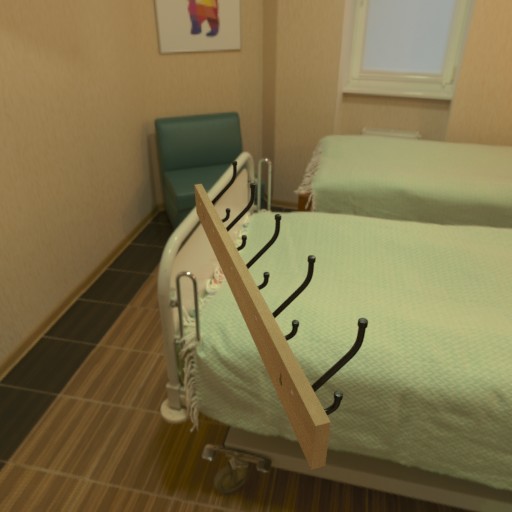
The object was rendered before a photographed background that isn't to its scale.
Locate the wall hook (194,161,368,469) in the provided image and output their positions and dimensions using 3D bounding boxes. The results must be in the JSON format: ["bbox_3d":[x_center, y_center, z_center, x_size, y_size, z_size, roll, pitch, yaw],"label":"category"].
[{"bbox_3d":[0.000,0.000,0.616,0.071,0.117,0.571,-9,32,-15],"label":"wall hook"}]
